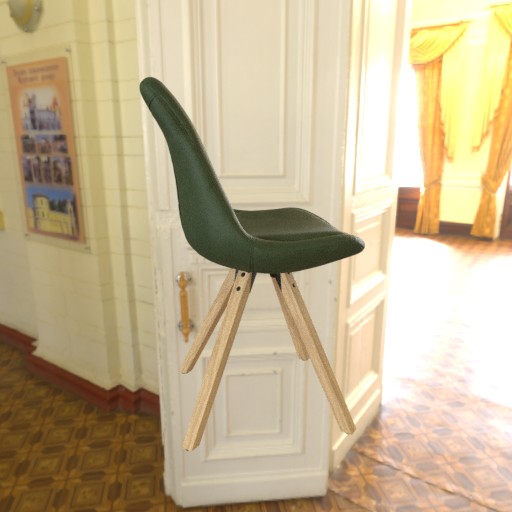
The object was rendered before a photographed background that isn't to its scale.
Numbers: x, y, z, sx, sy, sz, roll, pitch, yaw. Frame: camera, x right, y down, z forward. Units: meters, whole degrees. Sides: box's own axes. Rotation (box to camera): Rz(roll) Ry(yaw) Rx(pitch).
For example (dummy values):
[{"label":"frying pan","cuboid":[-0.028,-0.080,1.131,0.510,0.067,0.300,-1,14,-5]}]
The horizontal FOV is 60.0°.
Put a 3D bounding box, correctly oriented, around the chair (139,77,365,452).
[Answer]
[{"label":"chair","cuboid":[0.000,0.000,1.199,0.547,0.865,0.483,-3,15,-10]}]
